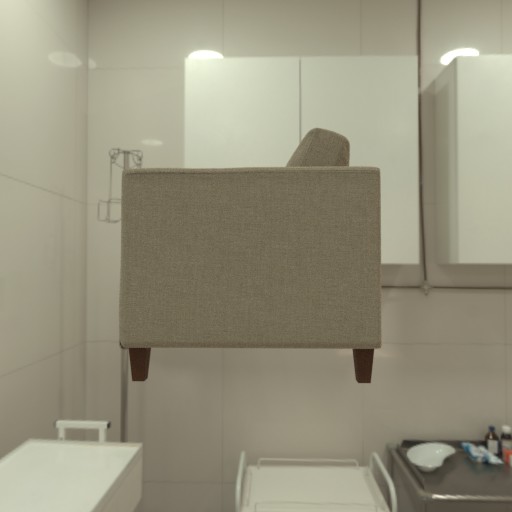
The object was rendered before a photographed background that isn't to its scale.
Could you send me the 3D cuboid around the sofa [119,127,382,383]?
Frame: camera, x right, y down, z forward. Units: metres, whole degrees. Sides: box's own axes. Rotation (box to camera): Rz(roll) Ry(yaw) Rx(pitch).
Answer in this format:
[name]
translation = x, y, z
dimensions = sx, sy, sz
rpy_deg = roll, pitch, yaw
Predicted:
[sofa]
translation = 0.000, 0.000, 2.468
dimensions = 0.951, 0.947, 1.884
rpy_deg = 0, -1, 2
